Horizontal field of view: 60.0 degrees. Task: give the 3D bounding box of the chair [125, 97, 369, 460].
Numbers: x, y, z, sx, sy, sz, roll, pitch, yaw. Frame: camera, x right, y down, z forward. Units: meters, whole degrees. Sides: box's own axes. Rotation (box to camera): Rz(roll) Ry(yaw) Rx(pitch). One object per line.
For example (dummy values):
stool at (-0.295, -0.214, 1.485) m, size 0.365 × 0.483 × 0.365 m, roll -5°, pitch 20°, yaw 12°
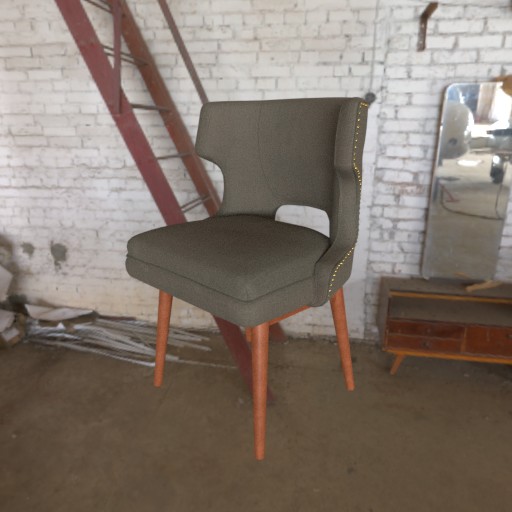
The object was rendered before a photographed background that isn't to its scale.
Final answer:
chair at (0.000, 0.000, 1.264) m, size 0.595 × 0.863 × 0.581 m, roll 16°, pitch 24°, yaw 42°
